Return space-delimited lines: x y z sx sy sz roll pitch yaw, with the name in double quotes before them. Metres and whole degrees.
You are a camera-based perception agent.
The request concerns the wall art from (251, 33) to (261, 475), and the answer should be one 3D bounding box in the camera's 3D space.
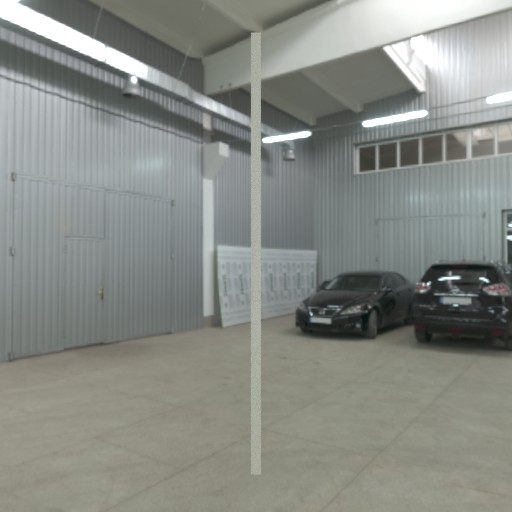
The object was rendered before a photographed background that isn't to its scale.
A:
"wall art" 0.000 0.000 0.880 0.013 0.584 0.584 0 -1 0
